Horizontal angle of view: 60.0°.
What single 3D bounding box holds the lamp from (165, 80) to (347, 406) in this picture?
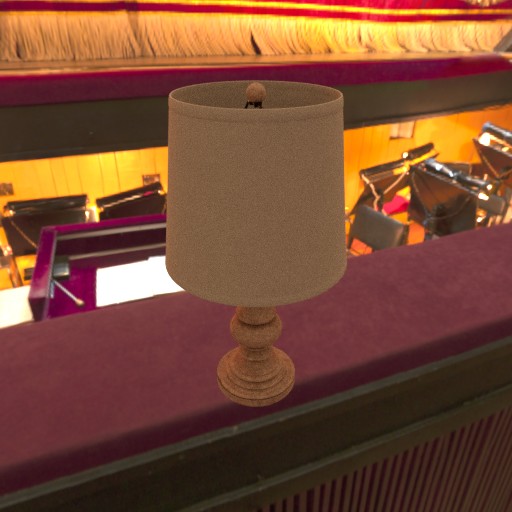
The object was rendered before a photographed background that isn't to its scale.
[{"bbox_3d":[0.000,0.000,0.676,0.273,0.497,0.273,0,29,0],"label":"lamp"}]
